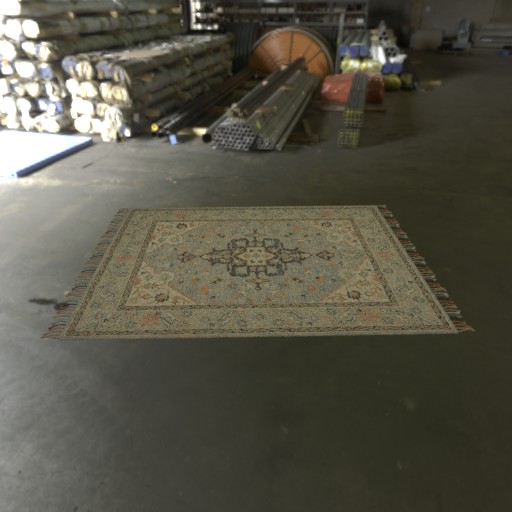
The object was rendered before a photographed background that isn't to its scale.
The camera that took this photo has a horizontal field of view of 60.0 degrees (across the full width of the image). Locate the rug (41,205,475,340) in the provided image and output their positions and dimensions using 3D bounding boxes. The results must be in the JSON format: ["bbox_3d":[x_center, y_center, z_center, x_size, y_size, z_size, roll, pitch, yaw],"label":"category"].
[{"bbox_3d":[0.000,0.000,4.294,3.221,0.011,2.379,-1,30,-1],"label":"rug"}]
